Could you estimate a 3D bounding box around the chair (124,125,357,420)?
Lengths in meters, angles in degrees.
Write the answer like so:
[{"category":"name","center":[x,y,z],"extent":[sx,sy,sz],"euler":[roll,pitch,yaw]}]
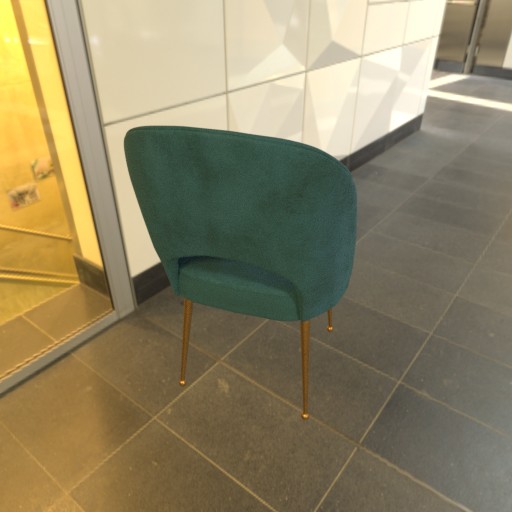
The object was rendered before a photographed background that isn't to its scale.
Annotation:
[{"category":"chair","center":[0.000,0.000,1.220],"extent":[0.527,0.860,0.577],"euler":[10,34,15]}]
